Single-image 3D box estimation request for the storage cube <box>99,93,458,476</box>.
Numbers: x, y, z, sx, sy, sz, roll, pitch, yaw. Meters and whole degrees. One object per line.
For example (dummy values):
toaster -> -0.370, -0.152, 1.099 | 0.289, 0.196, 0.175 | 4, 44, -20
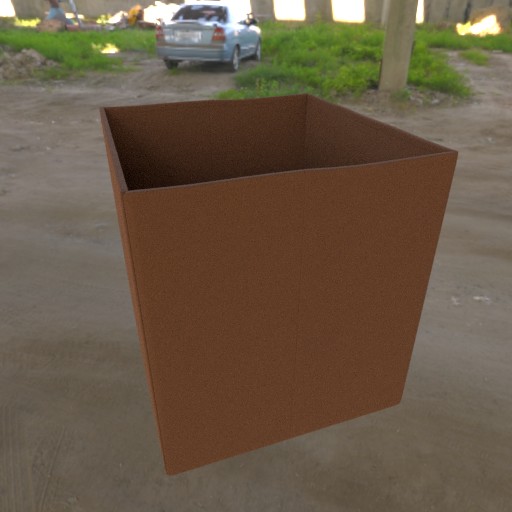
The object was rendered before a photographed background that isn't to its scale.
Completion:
storage cube -> 0.000, 0.000, 0.480 | 0.270, 0.280, 0.270 | -10, 31, -17
